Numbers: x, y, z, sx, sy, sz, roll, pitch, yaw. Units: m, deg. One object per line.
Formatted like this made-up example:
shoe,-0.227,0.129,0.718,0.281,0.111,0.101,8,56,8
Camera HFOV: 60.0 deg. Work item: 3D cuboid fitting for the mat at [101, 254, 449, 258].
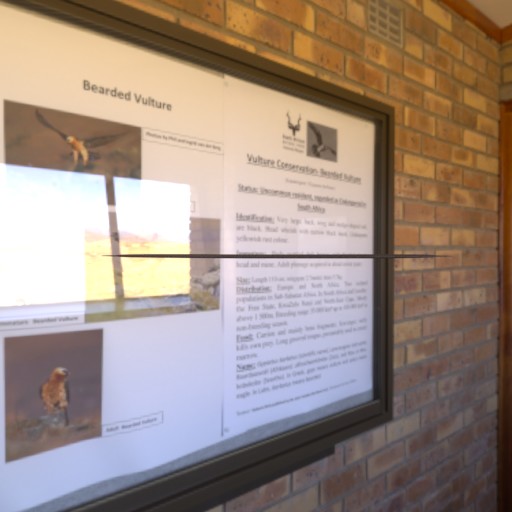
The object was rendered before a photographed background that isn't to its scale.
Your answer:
mat,0.000,0.000,1.822,1.524,0.013,0.913,0,0,18
